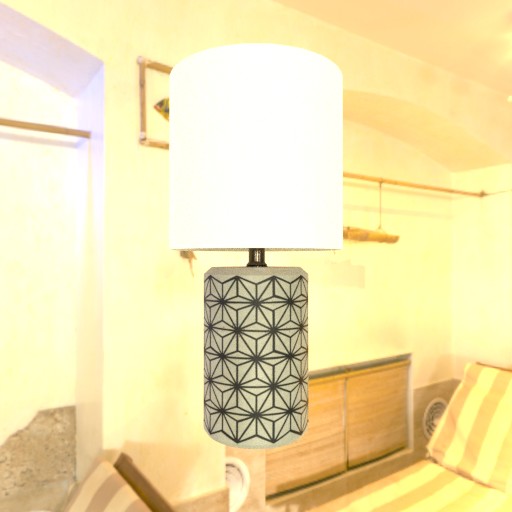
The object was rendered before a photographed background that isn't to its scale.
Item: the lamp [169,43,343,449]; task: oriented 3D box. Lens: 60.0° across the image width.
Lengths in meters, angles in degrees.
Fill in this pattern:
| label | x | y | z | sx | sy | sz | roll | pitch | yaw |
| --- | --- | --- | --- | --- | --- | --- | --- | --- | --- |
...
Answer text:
| label | x | y | z | sx | sy | sz | roll | pitch | yaw |
| --- | --- | --- | --- | --- | --- | --- | --- | --- | --- |
| lamp | 0.000 | 0.000 | 0.536 | 0.206 | 0.416 | 0.206 | 0 | -1 | -36 |
